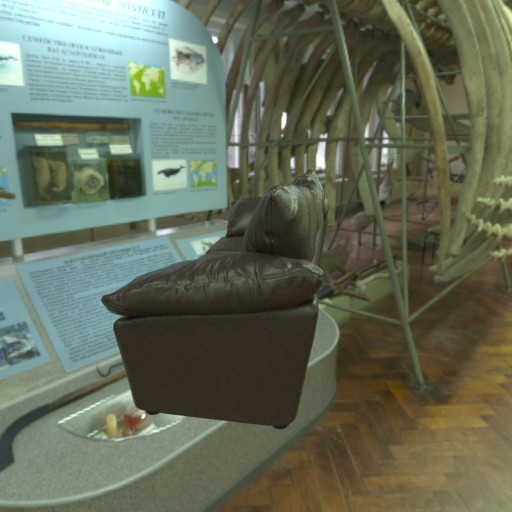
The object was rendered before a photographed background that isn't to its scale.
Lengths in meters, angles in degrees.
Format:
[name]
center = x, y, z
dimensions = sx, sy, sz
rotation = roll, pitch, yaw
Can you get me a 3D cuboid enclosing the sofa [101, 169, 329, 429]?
[sofa]
center = 0.000, 0.000, 2.836
dimensions = 0.907, 1.091, 2.390
rotation = 3, 15, 10
